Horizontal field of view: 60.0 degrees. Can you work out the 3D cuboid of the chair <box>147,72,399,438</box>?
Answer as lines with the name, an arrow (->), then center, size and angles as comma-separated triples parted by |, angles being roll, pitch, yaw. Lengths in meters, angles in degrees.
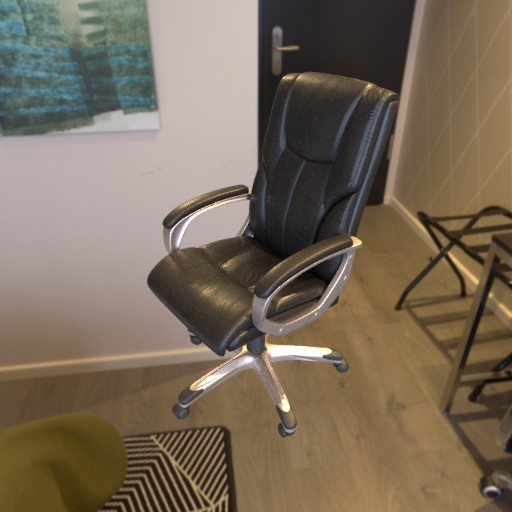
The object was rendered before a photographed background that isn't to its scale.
chair -> 0.000, 0.000, 1.589 | 0.780, 1.145, 0.700 | -22, 38, -32
